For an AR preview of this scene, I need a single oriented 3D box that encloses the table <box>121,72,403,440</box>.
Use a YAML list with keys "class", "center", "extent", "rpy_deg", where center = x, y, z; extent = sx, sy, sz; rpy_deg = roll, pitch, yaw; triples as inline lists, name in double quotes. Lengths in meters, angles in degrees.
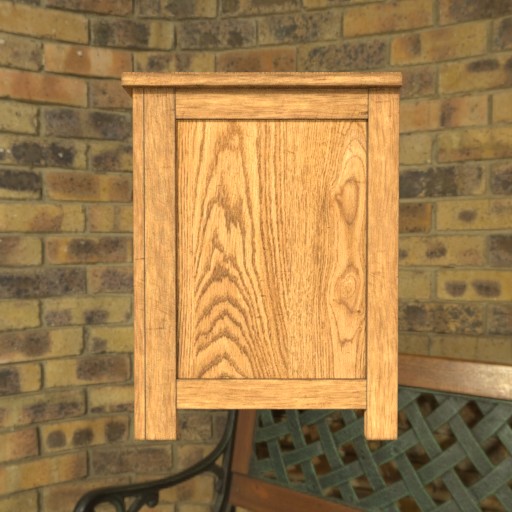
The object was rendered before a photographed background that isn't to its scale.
- class: "table"
  center: [0.000, 0.000, 1.045]
  extent: [0.494, 0.625, 0.601]
  rpy_deg: [0, 1, 0]
